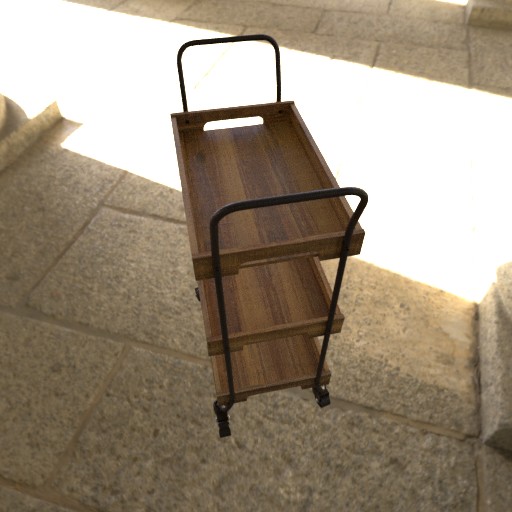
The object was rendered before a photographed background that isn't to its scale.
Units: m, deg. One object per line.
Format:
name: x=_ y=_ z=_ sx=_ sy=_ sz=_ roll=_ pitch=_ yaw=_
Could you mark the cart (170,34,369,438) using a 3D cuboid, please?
cart: x=0.000 y=0.000 z=1.128 sx=0.339 sy=0.857 sz=0.583 roll=-9 pitch=48 yaw=-8
